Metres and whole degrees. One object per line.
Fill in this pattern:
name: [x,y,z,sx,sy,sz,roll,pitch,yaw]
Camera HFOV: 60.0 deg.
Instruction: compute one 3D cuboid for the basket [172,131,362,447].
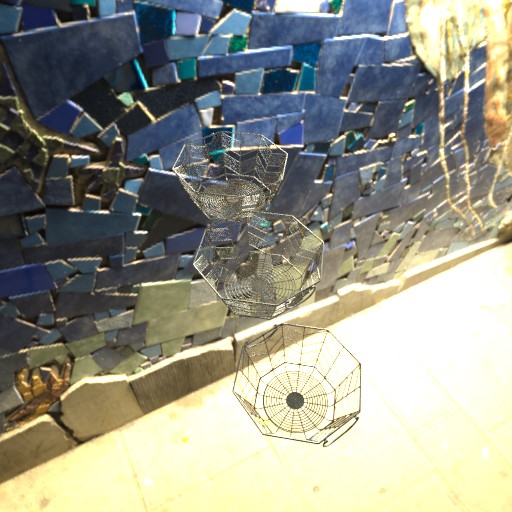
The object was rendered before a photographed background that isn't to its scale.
basket: [0.000,0.000,1.411,0.432,0.178,1.246,-9,47,-9]
